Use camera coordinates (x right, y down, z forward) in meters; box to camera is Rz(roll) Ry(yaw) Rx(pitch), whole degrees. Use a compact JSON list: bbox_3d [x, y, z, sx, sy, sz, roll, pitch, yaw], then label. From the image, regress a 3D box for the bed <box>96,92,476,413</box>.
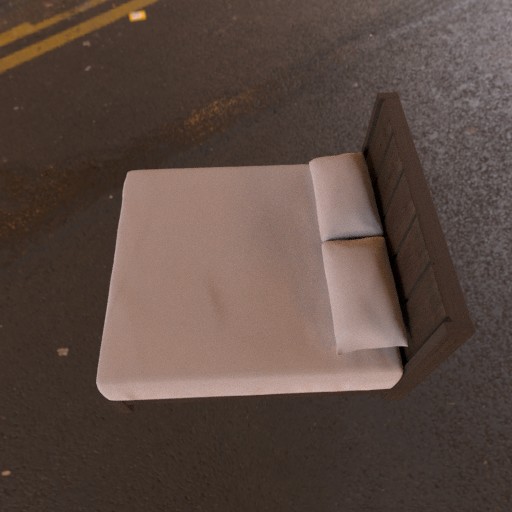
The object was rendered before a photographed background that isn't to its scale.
[{"bbox_3d":[0.000,0.000,3.041,1.992,1.261,1.735,-2,58,-1],"label":"bed"}]
